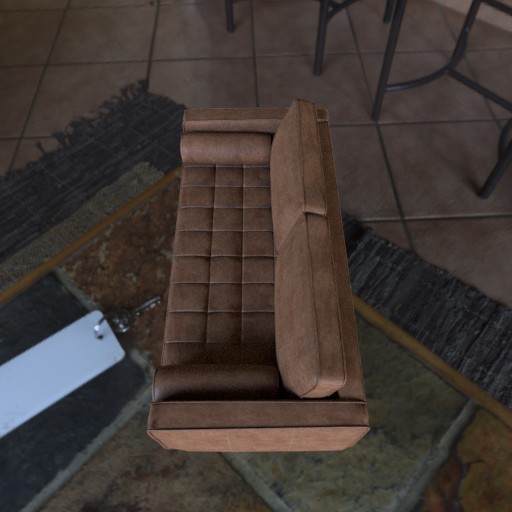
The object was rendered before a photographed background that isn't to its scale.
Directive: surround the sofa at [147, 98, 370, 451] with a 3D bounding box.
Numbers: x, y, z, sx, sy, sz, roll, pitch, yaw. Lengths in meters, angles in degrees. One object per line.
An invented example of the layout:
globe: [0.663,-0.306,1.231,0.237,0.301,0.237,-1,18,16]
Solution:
sofa: [0.000,0.000,2.428,0.924,0.825,1.920,0,58,0]
